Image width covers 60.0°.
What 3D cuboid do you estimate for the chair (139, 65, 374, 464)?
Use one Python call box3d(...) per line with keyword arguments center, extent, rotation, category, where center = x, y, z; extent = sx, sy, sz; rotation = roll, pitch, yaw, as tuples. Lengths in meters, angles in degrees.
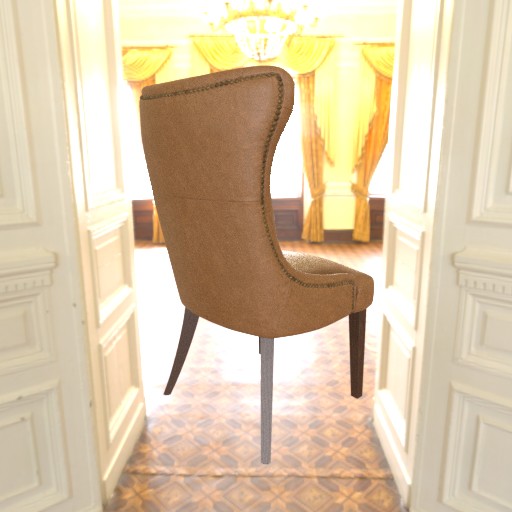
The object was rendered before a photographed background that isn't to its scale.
box3d(center=(0.000, 0.000, 1.474), extent=(0.669, 1.065, 0.611), rotation=(-12, 18, -43), category="chair")
